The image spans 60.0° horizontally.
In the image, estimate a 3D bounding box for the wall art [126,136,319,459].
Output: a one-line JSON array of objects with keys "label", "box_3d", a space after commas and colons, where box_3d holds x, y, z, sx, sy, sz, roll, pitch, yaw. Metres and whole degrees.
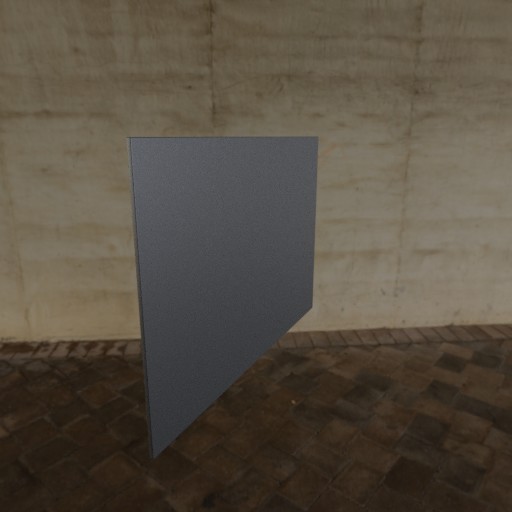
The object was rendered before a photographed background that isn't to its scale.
[{"label": "wall art", "box_3d": [0.000, 0.000, 1.561, 0.013, 0.811, 1.192, 8, 17, 26]}]
